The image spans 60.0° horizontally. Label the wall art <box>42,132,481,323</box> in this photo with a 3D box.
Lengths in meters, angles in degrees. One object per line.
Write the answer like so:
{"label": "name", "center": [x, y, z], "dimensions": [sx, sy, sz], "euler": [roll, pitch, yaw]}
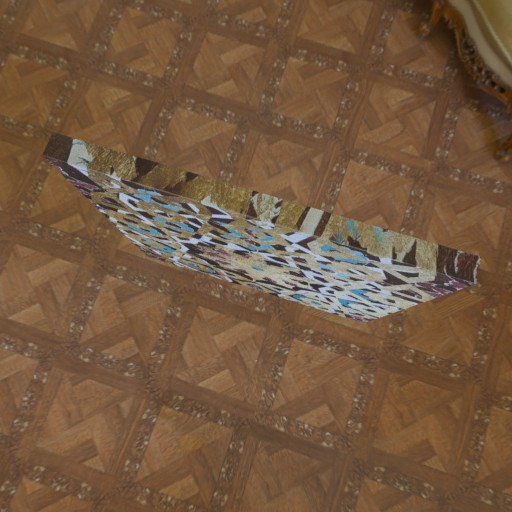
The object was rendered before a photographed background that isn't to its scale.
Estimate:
{"label": "wall art", "center": [0.000, 0.000, 0.897], "dimensions": [0.609, 0.613, 0.041], "euler": [17, 77, 4]}
